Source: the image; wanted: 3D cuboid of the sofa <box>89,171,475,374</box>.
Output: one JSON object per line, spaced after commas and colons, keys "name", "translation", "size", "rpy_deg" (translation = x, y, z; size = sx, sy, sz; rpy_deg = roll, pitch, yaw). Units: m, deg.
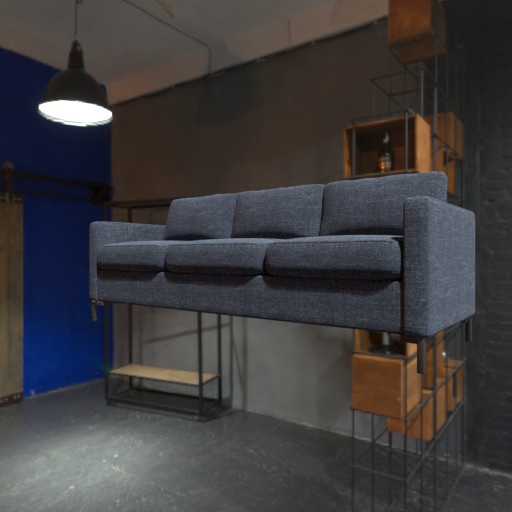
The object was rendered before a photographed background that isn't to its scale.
{"name": "sofa", "translation": [0.000, 0.000, 2.627], "size": [2.218, 0.874, 0.859], "rpy_deg": [0, 0, 37]}
